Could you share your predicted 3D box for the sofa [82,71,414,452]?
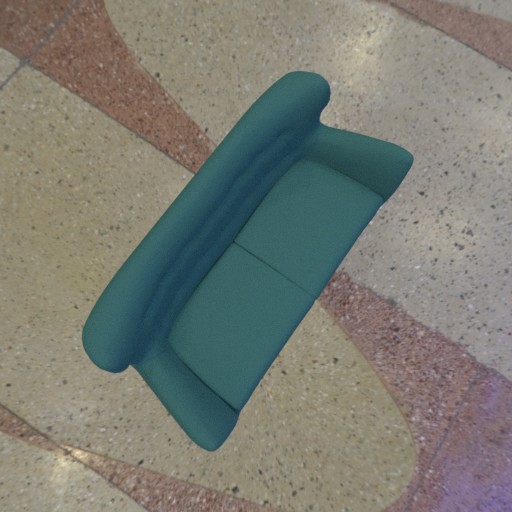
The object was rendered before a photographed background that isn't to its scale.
[{"bbox_3d":[0.000,0.000,2.530,0.889,0.890,1.930,35,79,8],"label":"sofa"}]
